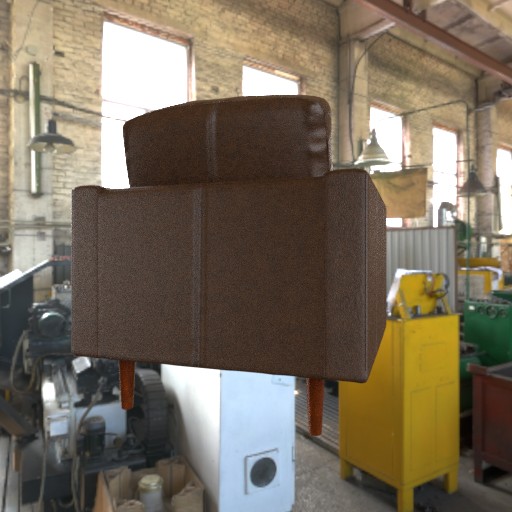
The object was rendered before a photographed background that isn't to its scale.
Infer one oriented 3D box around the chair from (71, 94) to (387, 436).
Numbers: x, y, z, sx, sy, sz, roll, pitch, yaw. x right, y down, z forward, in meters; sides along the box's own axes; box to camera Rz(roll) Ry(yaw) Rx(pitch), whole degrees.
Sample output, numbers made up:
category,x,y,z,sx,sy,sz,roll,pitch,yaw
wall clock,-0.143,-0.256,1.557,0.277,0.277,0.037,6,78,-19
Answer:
category,x,y,z,sx,sy,sz,roll,pitch,yaw
chair,0.000,0.000,1.639,0.890,0.956,0.909,0,0,19
